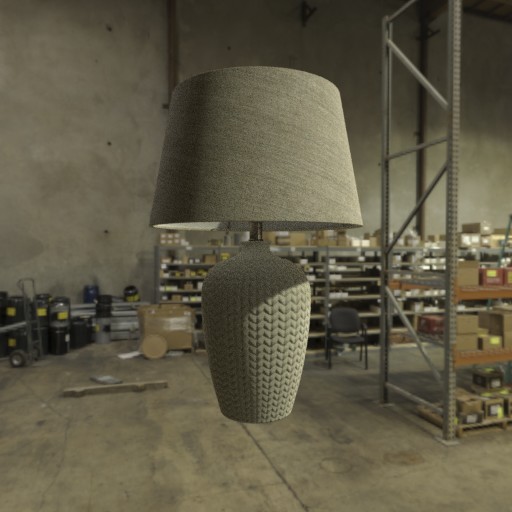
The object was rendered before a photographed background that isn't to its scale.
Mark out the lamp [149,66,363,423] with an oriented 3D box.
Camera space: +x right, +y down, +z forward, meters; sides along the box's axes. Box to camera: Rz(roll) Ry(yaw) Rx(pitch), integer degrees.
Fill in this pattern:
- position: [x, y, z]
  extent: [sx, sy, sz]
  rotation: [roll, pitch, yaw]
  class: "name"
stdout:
- position: [0.000, 0.000, 0.830]
  extent: [0.390, 0.580, 0.390]
  rotation: [0, 1, 0]
  class: "lamp"
